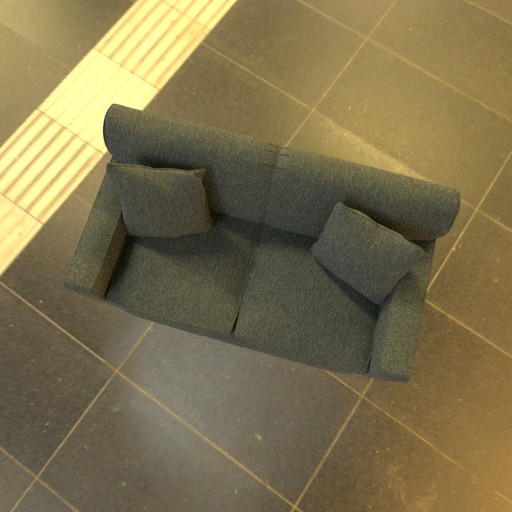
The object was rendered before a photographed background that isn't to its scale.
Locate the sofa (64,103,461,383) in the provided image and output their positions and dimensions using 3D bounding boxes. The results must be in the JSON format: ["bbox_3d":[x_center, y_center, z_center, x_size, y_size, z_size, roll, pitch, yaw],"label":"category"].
[{"bbox_3d":[0.000,0.000,2.505,1.846,0.958,0.998,15,76,4],"label":"sofa"}]
